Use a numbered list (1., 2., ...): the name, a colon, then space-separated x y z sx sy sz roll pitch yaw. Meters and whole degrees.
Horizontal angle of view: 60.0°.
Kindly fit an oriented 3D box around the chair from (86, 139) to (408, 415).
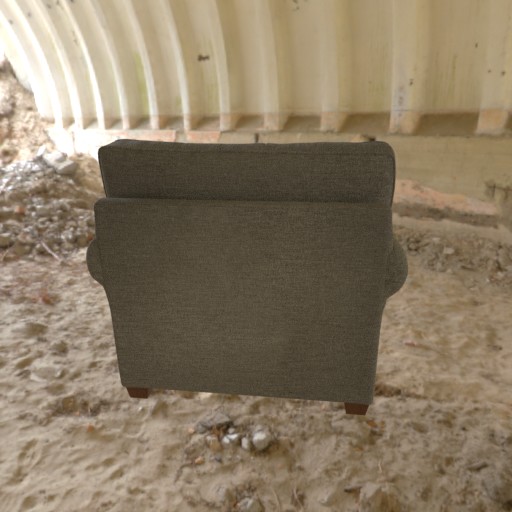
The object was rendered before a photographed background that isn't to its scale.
1. chair: 0.000 0.000 1.867 1.092 0.961 0.965 2 16 7
